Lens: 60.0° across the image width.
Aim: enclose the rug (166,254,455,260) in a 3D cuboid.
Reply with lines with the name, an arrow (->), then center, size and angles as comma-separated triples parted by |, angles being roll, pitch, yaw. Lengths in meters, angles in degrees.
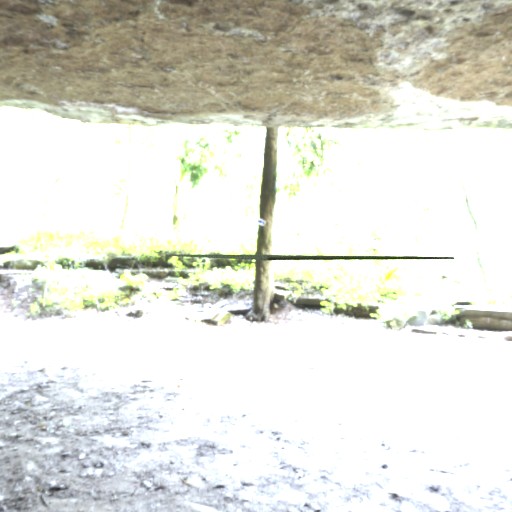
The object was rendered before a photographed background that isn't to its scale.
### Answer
rug -> 0.000, 0.000, 2.695 | 0.759, 0.012, 2.430 | 0, 0, -19
